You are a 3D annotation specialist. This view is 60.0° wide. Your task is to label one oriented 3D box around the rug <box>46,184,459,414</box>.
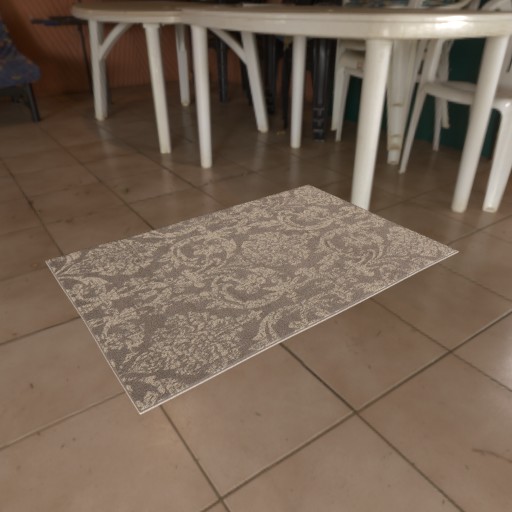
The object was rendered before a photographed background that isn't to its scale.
[{"bbox_3d":[0.000,0.000,2.340,1.824,0.012,1.206,-20,36,-31],"label":"rug"}]
